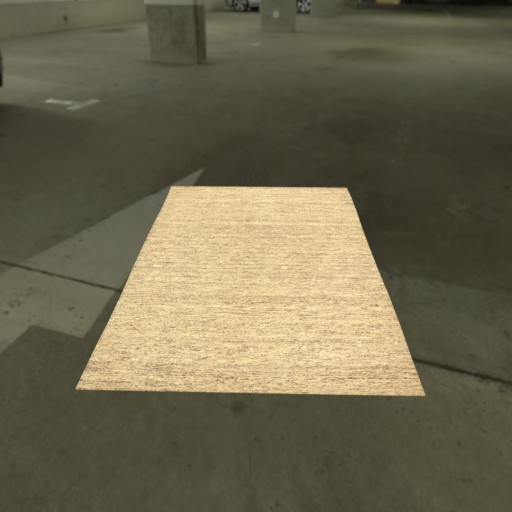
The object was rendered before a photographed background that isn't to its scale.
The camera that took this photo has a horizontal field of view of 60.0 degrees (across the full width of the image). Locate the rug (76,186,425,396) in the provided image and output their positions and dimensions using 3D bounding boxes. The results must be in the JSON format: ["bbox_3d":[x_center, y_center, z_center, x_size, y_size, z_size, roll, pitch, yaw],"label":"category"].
[{"bbox_3d":[0.000,0.000,2.918,1.547,0.013,2.283,1,32,1],"label":"rug"}]
